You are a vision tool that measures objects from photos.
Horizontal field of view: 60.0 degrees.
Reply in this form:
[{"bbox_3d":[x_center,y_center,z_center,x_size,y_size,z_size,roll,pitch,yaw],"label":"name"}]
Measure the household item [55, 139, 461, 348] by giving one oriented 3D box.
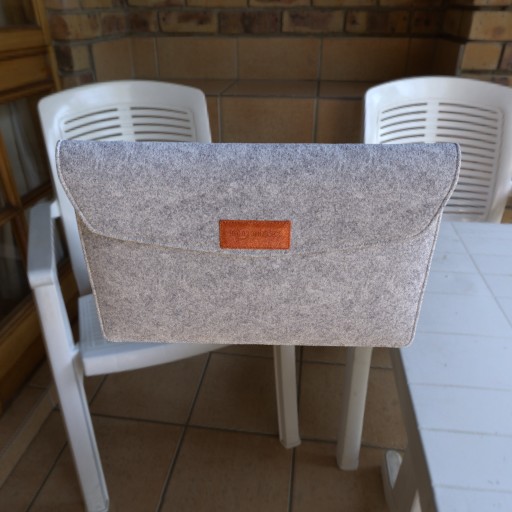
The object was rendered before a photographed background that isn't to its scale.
[{"bbox_3d":[0.000,0.000,0.425,0.335,0.221,0.057,1,30,2],"label":"household item"}]
